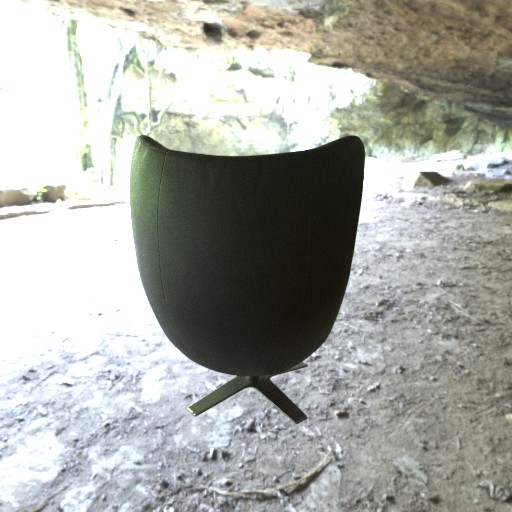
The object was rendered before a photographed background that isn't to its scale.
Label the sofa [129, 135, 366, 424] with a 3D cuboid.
[{"bbox_3d":[0.000,0.000,2.138,0.894,1.135,1.444,2,16,6],"label":"sofa"}]
